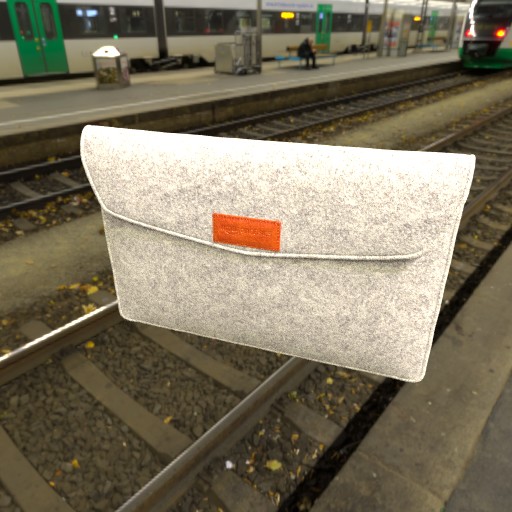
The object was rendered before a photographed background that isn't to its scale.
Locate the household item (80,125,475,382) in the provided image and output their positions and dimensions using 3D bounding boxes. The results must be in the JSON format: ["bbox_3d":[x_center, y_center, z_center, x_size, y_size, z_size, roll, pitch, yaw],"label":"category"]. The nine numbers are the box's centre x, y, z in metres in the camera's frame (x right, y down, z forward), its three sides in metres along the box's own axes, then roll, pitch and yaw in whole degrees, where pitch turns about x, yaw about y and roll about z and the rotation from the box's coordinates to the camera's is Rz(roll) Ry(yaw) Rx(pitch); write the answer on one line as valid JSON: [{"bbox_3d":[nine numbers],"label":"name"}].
[{"bbox_3d":[0.000,0.000,0.419,0.335,0.221,0.057,9,29,17],"label":"household item"}]
